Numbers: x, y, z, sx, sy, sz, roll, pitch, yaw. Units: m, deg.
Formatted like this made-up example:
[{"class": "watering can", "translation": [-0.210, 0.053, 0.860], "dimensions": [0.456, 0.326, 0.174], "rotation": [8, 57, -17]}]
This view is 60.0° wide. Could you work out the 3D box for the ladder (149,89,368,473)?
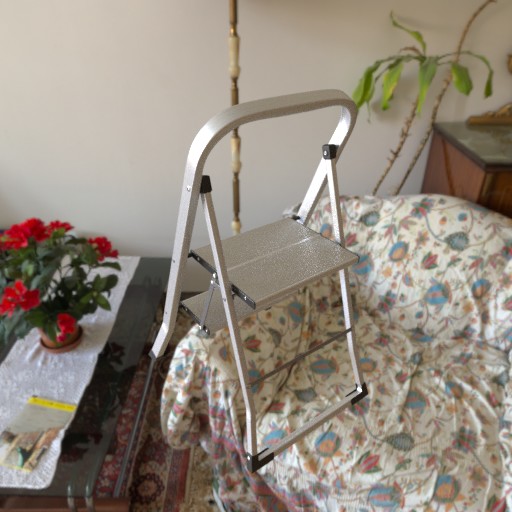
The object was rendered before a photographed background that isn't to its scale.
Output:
[{"class": "ladder", "translation": [0.000, 0.000, 1.139], "dimensions": [0.465, 0.830, 0.530], "rotation": [-21, 37, -30]}]
